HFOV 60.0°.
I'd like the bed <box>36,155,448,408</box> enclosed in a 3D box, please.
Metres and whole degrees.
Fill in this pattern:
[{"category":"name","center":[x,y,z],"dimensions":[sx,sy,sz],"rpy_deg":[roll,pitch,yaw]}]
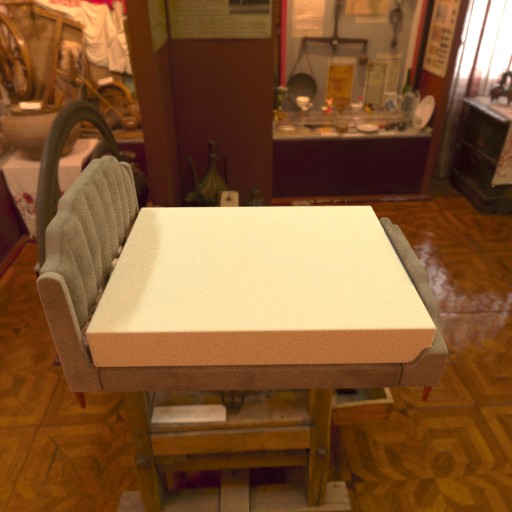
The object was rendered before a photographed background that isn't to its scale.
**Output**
[{"category":"bed","center":[0.000,0.000,3.227],"dimensions":[2.340,1.245,1.676],"rpy_deg":[-1,32,-1]}]
